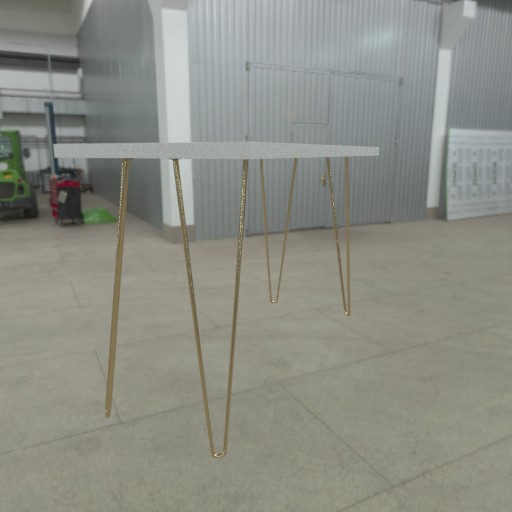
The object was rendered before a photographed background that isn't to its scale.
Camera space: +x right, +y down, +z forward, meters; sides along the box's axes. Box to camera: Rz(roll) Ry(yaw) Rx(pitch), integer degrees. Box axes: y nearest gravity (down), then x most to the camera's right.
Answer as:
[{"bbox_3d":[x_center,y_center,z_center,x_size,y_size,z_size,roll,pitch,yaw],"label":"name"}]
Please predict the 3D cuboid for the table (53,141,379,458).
[{"bbox_3d":[0.000,0.000,1.371,0.498,0.660,0.991,7,15,27],"label":"table"}]
